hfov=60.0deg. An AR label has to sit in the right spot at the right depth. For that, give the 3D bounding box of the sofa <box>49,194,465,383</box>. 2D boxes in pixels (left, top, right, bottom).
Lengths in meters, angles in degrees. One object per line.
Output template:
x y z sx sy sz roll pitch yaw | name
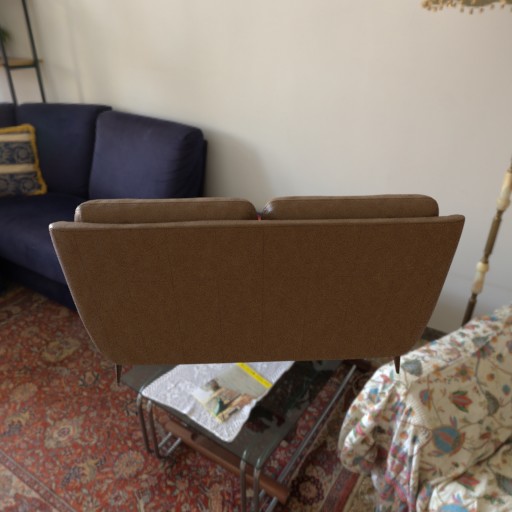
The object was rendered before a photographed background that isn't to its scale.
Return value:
0.000 0.000 2.286 1.731 0.886 0.981 -1 29 -2 | sofa
